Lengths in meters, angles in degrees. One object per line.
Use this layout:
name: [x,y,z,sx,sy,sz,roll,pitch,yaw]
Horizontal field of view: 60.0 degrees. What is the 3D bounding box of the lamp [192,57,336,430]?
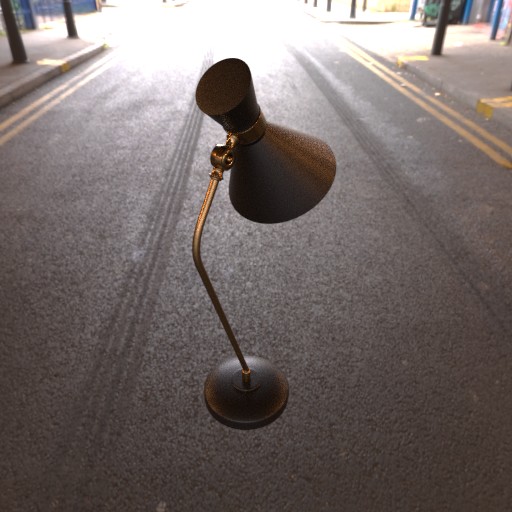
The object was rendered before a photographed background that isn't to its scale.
lamp: [0.000,0.000,0.767,0.189,0.647,0.292,22,39,31]
